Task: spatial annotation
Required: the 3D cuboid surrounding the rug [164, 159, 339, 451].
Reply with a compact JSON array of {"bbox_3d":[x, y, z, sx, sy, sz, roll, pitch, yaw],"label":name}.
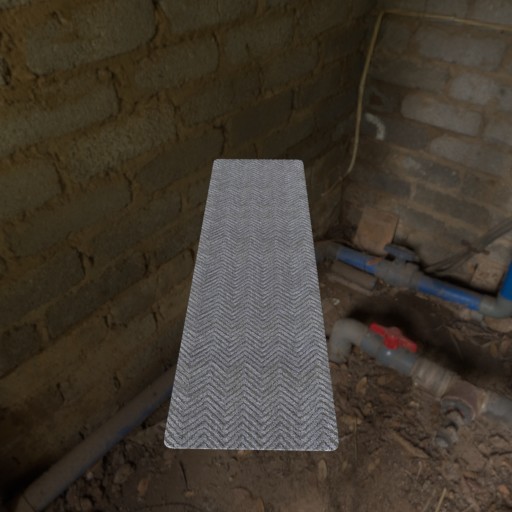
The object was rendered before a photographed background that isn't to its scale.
[{"bbox_3d":[0.000,0.000,2.579,0.686,0.008,2.286,1,41,1],"label":"rug"}]
